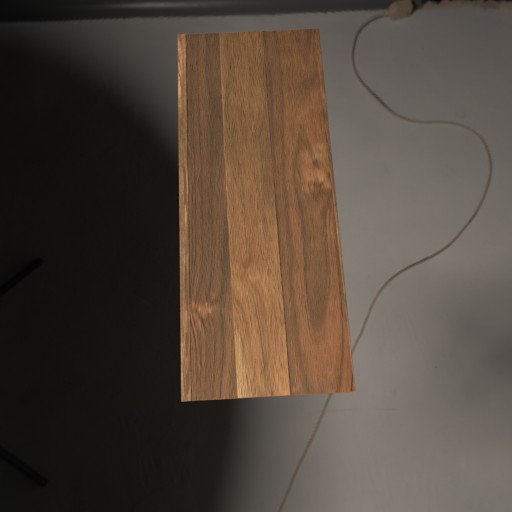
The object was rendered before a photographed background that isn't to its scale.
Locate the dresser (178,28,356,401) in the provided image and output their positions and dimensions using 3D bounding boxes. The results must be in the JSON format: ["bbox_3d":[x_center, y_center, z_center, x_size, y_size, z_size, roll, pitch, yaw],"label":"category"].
[{"bbox_3d":[0.000,0.000,1.894,0.442,1.393,1.062,-3,76,-1],"label":"dresser"}]
